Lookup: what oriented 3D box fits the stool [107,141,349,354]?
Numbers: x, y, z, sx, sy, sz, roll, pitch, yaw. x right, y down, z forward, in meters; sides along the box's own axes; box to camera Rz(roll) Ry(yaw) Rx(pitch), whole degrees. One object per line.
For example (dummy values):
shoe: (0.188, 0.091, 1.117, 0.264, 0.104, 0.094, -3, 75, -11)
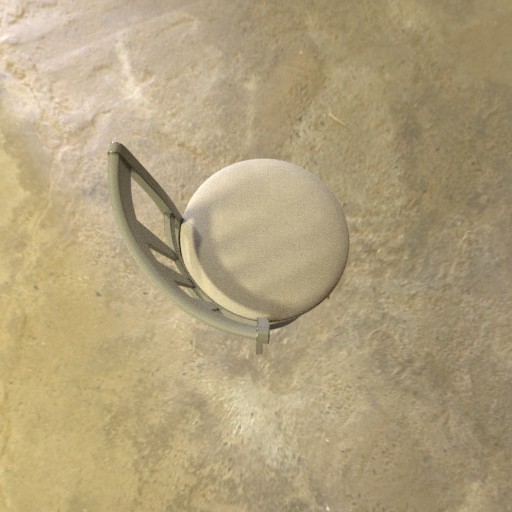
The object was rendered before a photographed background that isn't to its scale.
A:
stool: (0.000, 0.000, 1.241, 0.486, 0.994, 0.450, -38, 78, -9)
